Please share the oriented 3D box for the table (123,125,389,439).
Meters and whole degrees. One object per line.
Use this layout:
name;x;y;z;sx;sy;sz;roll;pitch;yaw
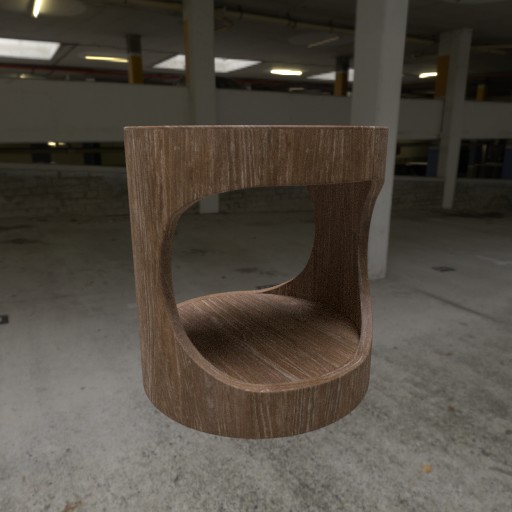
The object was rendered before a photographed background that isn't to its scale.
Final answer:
table;0.000;0.000;0.990;0.527;0.551;0.527;0;15;0
